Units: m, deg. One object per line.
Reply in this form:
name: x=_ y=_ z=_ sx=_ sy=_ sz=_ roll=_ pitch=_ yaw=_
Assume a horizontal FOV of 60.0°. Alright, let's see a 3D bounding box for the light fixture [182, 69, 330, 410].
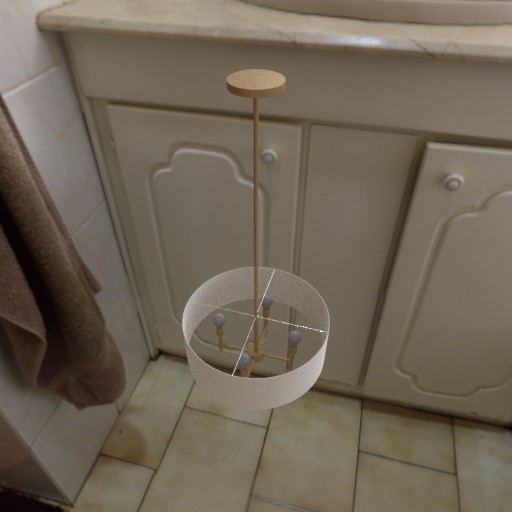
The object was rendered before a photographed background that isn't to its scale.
light fixture: x=0.000 y=0.000 z=1.361 sx=0.508 sy=1.067 sz=0.508 roll=0 pitch=41 yaw=0
